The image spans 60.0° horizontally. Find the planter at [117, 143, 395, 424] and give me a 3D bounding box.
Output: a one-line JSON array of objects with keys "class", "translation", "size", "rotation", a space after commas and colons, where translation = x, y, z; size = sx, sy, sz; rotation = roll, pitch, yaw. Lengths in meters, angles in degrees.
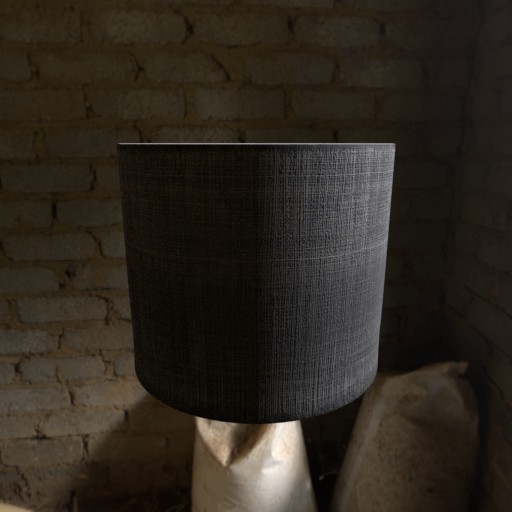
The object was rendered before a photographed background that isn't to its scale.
[{"class": "planter", "translation": [0.000, 0.000, 0.449], "size": [0.254, 0.221, 0.254], "rotation": [0, 14, 0]}]
